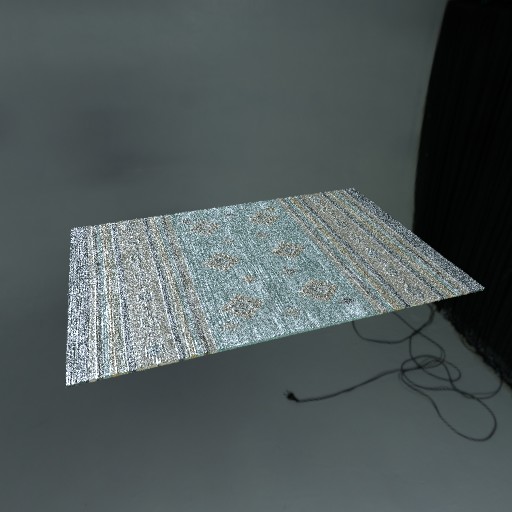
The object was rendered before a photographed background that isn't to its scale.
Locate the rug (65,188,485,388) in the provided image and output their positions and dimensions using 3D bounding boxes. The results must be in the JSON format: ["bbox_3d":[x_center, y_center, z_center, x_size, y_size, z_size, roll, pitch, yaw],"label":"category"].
[{"bbox_3d":[0.000,0.000,2.280,1.811,0.010,1.212,-10,33,-16],"label":"rug"}]
